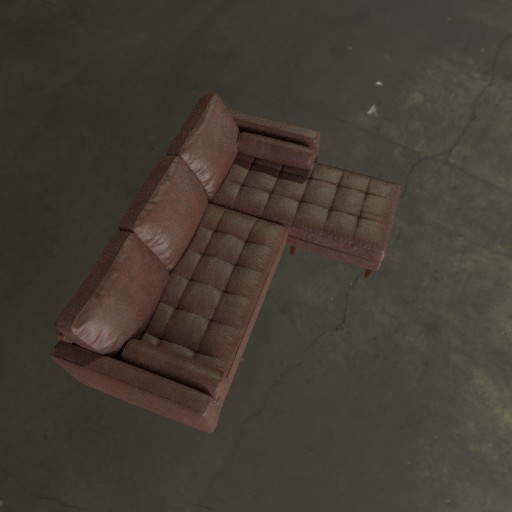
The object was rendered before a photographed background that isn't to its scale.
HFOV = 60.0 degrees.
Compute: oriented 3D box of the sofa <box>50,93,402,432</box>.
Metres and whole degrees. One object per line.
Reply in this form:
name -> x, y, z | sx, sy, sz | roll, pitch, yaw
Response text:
sofa -> 0.000, 0.000, 2.914 | 1.613, 0.841, 2.185 | 17, 60, 10
